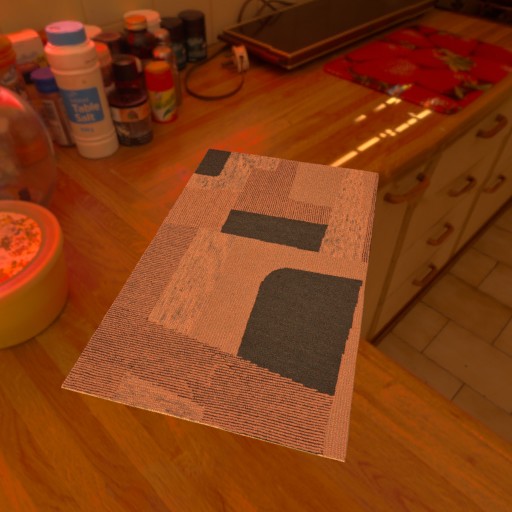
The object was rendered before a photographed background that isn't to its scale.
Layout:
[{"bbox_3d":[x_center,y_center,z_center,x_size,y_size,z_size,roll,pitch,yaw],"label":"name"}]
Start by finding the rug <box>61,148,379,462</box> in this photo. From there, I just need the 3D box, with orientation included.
[{"bbox_3d":[0.000,0.000,3.062,1.521,0.015,2.436,11,46,10],"label":"rug"}]
